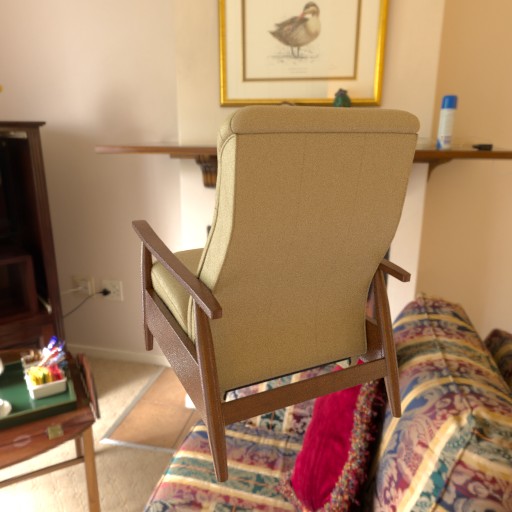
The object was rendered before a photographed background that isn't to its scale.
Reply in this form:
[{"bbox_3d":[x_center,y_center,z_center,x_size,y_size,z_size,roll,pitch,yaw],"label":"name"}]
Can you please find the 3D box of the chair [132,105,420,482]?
[{"bbox_3d":[0.000,0.000,1.763,0.762,1.082,1.014,-8,17,-26],"label":"chair"}]
